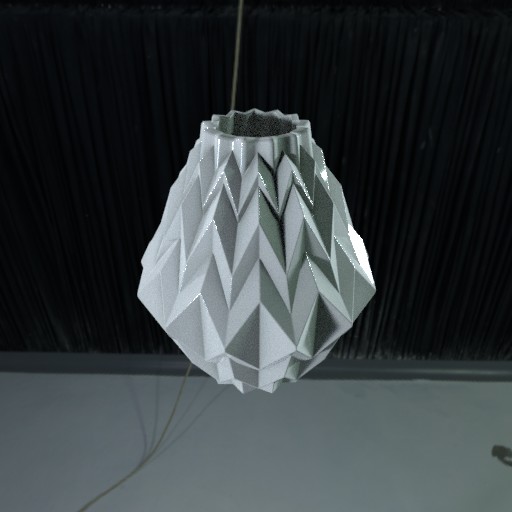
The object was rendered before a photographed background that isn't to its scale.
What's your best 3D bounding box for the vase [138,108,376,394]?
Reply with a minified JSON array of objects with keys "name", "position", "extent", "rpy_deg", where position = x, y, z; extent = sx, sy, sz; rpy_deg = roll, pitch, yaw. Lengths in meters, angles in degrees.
[{"name":"vase","position":[0.000,0.000,0.307],"extent":[0.164,0.185,0.164],"rpy_deg":[0,33,0]}]
